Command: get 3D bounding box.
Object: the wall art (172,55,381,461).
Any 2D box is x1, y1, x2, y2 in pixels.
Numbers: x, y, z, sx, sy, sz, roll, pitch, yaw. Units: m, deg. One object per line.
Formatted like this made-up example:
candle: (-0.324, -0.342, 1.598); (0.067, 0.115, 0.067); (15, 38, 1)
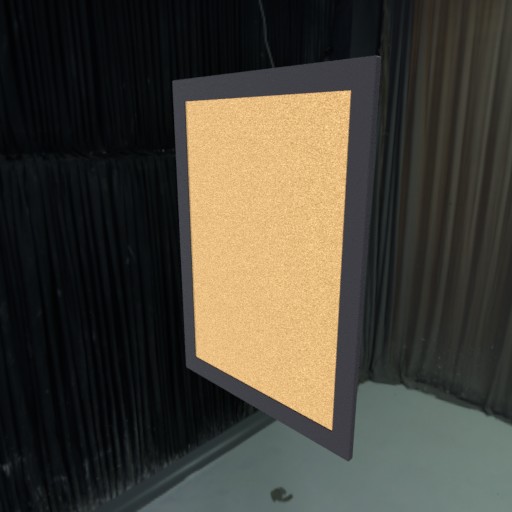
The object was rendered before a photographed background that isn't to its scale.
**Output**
wall art: (0.000, 0.000, 0.682); (0.374, 0.529, 0.012); (15, 22, 42)
